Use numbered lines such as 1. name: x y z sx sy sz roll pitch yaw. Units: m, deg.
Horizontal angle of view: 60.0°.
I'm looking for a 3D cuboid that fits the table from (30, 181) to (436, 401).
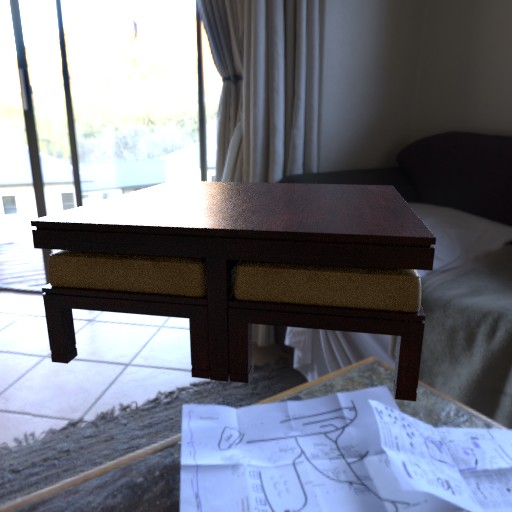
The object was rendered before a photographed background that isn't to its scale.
1. table: 0.000 0.000 1.373 0.865 0.356 0.865 3 16 11
